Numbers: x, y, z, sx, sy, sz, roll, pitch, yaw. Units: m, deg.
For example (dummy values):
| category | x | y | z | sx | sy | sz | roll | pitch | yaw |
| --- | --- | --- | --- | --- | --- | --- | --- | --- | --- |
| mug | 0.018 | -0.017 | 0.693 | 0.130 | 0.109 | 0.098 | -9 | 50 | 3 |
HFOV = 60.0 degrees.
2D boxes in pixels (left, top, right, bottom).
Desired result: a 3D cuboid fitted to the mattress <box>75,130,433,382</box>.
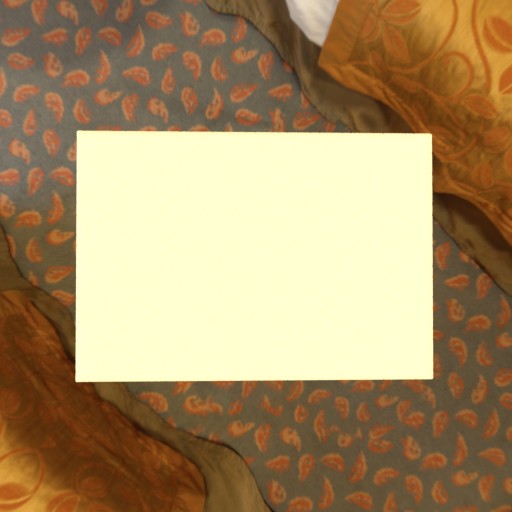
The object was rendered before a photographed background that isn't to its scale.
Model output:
| category | x | y | z | sx | sy | sz | roll | pitch | yaw |
| --- | --- | --- | --- | --- | --- | --- | --- | --- | --- |
| mattress | 0.000 | 0.000 | 2.545 | 2.000 | 0.200 | 1.400 | 0 | 89 | -2 |
